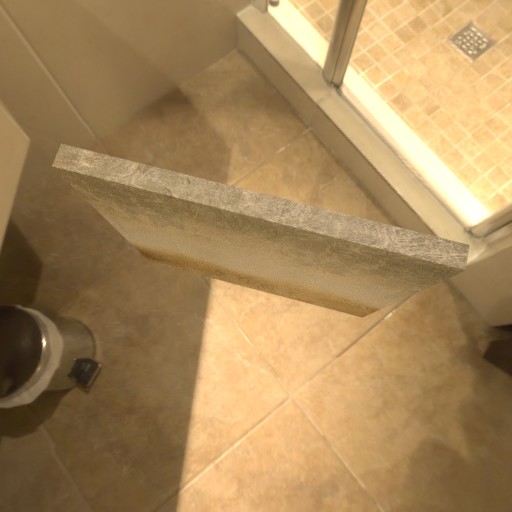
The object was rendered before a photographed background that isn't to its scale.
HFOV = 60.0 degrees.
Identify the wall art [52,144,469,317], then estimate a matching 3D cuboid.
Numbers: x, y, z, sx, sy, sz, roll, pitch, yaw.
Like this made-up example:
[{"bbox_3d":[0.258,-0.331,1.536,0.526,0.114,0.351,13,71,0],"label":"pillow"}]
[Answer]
[{"bbox_3d":[0.000,0.000,0.932,0.610,0.610,0.038,14,76,4],"label":"wall art"}]
